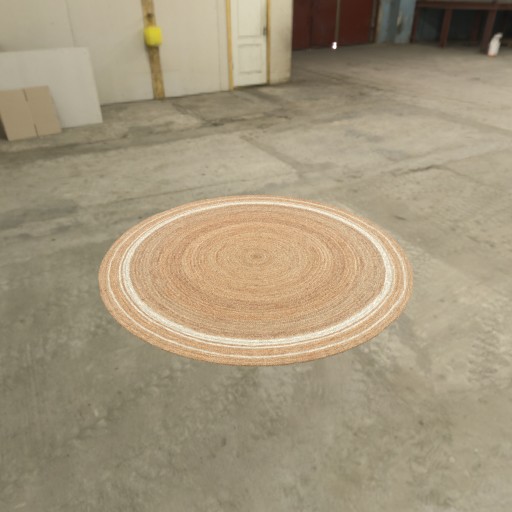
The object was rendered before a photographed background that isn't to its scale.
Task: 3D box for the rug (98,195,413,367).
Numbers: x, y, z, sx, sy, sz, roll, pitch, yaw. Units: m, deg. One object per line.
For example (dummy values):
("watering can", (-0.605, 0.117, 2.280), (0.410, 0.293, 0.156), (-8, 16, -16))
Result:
("rug", (0.000, 0.000, 3.594), (2.444, 0.015, 2.444), (0, 31, 0))
